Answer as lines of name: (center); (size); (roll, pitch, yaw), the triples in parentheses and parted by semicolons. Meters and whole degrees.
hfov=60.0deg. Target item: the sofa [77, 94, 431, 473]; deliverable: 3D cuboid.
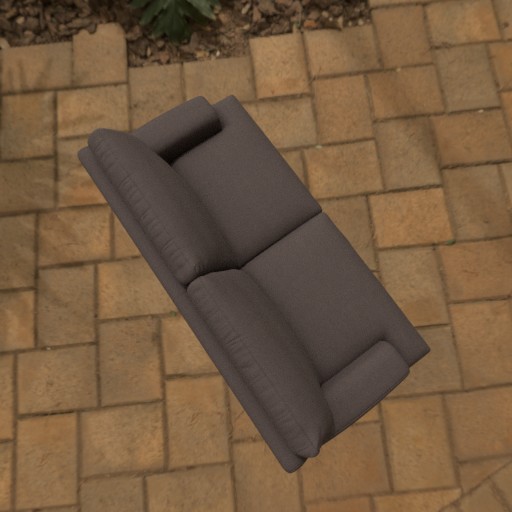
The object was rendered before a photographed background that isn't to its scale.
sofa: (0.000, 0.000, 2.827); (1.140, 0.950, 2.271); (-34, 79, -8)
